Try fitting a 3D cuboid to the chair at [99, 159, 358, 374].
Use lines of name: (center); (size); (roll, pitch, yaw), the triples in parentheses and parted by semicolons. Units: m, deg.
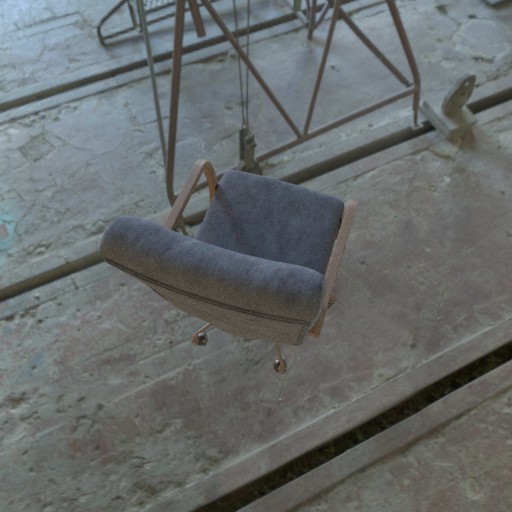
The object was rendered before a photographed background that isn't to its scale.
chair: (0.000, 0.000, 1.495); (0.640, 1.029, 0.741); (17, 63, 9)
